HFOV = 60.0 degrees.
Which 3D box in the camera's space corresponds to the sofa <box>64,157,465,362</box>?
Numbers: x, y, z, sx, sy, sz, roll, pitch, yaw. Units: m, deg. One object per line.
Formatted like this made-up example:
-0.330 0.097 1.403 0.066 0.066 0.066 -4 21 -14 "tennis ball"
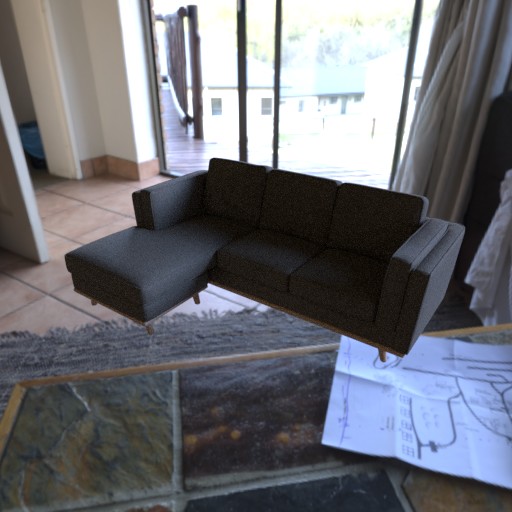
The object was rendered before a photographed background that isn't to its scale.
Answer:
0.000 0.000 3.175 2.411 0.929 1.604 18 32 31 "sofa"
